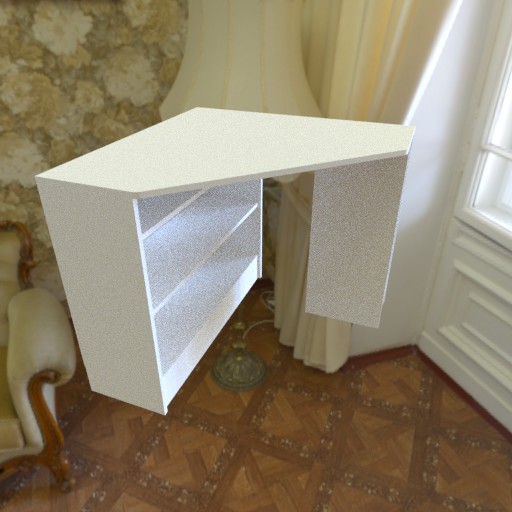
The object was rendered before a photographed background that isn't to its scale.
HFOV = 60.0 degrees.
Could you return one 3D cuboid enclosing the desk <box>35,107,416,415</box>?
[{"bbox_3d":[0.000,0.000,1.644,0.926,0.818,0.940,11,32,18],"label":"desk"}]
